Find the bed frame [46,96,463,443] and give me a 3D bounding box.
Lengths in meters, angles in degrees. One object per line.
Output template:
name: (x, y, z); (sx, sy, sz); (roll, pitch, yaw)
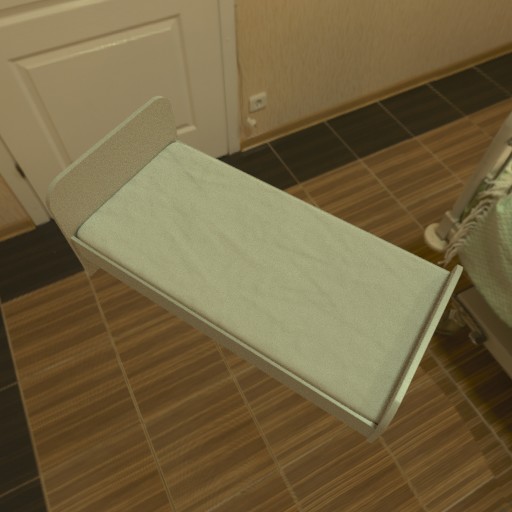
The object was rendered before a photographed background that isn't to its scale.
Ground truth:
bed frame: (0.000, 0.000, 2.487); (1.963, 0.805, 0.998); (29, 61, 17)
